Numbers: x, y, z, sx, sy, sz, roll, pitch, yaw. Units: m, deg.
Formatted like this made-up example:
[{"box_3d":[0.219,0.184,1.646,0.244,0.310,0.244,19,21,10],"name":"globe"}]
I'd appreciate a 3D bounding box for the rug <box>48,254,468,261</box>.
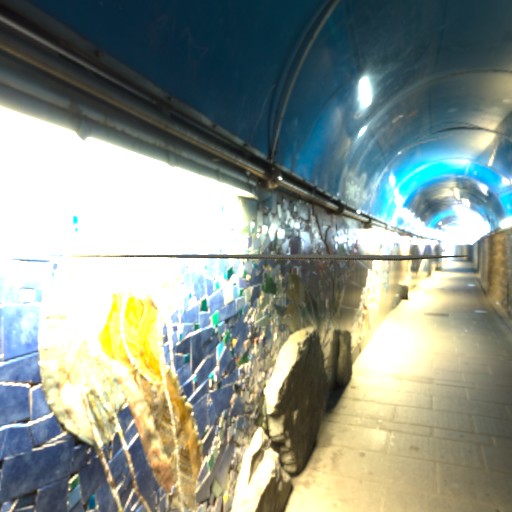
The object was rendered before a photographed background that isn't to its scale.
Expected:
[{"box_3d":[0.000,0.000,2.208,1.752,0.006,1.142,0,1,34],"name":"rug"}]
